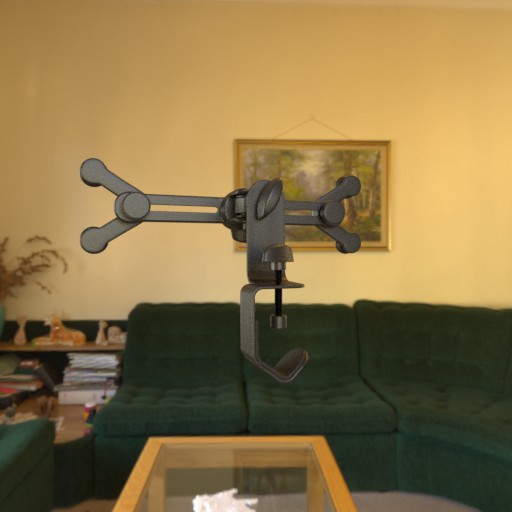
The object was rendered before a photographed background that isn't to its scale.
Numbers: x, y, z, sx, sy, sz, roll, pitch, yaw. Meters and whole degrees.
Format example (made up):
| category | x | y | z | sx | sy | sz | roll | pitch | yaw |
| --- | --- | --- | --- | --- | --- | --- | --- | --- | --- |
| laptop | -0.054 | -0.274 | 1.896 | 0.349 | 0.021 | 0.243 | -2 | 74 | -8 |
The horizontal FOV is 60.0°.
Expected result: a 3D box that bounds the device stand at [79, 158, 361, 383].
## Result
| category | x | y | z | sx | sy | sz | roll | pitch | yaw |
| --- | --- | --- | --- | --- | --- | --- | --- | --- | --- |
| device stand | 0.000 | 0.000 | 0.357 | 0.270 | 0.166 | 0.142 | 0 | 0 | -19 |
